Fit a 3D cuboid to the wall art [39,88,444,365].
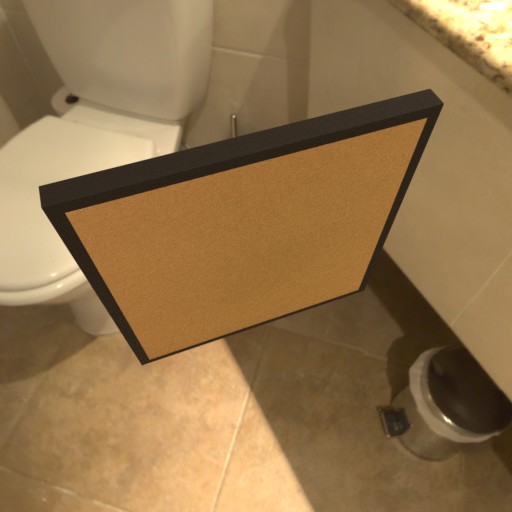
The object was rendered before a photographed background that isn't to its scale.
[{"bbox_3d":[0.000,0.000,0.749,0.508,0.507,0.033,-17,59,-11],"label":"wall art"}]
